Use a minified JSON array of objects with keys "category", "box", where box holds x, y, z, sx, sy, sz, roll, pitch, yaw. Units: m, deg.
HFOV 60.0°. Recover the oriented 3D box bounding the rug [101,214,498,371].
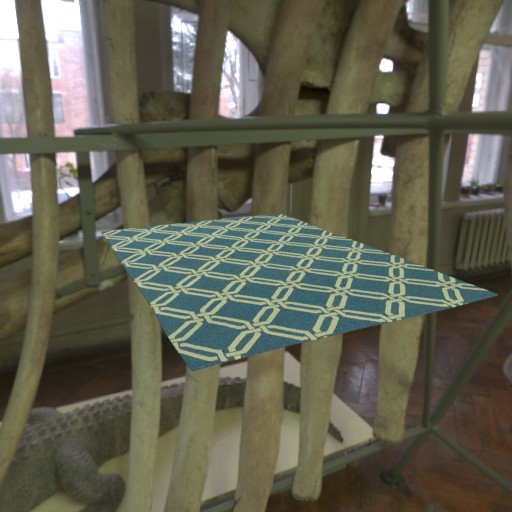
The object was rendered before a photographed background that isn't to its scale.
[{"category":"rug","box":[0.000,0.000,2.681,1.524,0.013,2.135,-8,19,-25]}]
